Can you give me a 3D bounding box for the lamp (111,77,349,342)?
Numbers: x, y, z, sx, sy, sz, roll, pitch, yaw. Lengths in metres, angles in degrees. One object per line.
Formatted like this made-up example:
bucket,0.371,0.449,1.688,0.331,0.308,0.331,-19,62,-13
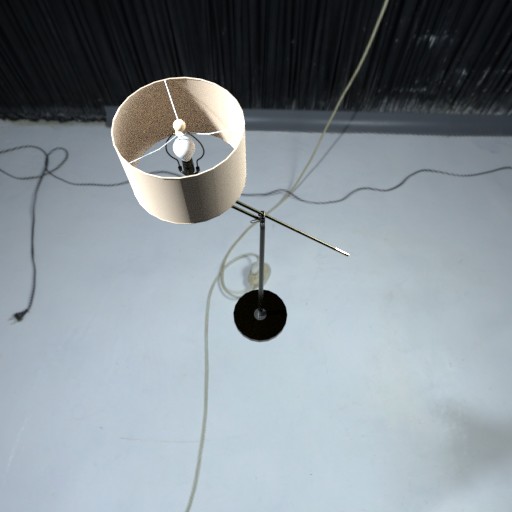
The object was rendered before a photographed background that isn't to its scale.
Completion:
lamp,0.000,0.000,1.967,0.809,1.635,0.373,2,63,1
